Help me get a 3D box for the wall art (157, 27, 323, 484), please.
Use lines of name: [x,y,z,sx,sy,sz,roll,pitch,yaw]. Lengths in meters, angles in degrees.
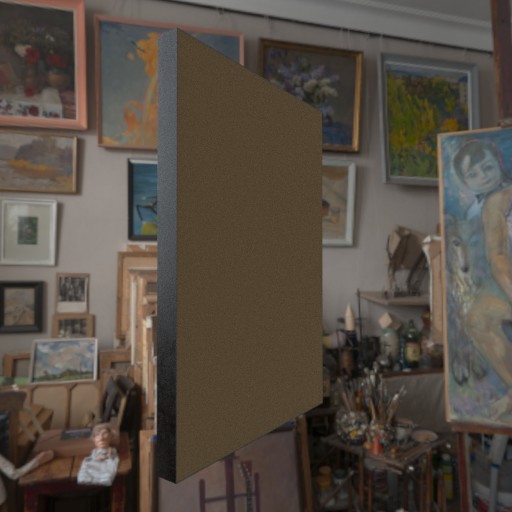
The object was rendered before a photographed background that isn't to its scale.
wall art: [0.000,0.000,0.579,0.031,0.457,0.313,-1,-1,36]
